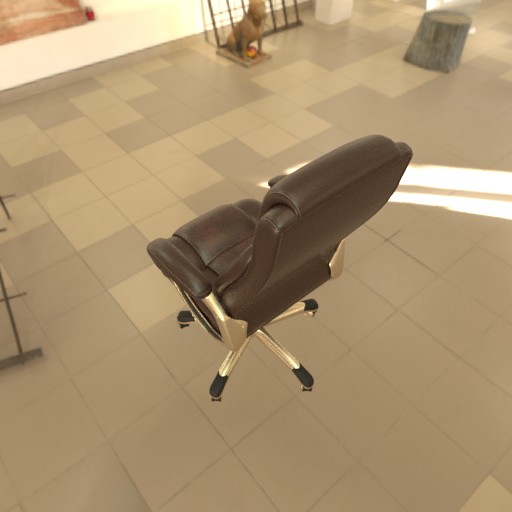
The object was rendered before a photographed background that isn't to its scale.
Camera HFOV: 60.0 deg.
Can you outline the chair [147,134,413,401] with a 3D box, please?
[{"bbox_3d":[0.000,0.000,1.656,0.692,1.194,0.749,-32,54,-27],"label":"chair"}]
